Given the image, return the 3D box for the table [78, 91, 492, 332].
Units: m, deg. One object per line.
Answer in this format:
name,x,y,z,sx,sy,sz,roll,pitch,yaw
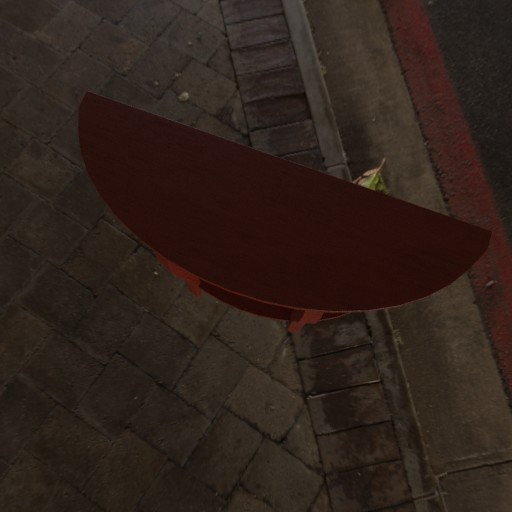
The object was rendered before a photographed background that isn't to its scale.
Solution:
table,0.000,0.000,1.585,1.219,0.779,0.405,20,77,5
